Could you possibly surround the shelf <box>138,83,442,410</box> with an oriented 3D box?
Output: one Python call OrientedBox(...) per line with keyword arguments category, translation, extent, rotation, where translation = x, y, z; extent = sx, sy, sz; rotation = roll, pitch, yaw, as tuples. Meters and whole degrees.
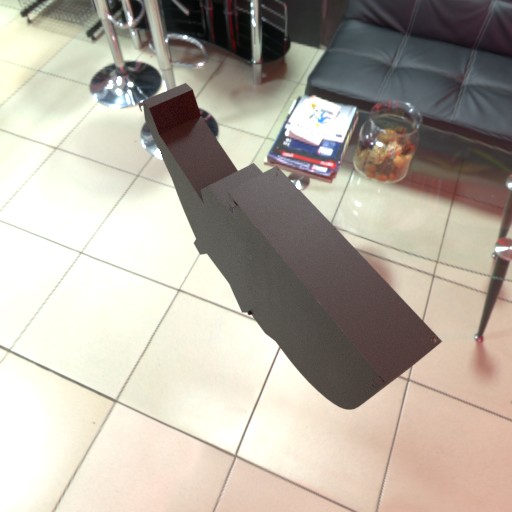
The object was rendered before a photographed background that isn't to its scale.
OrientedBox(category="shelf", translation=(0.000, 0.000, 0.925), extent=(0.112, 0.439, 0.729), rotation=(-30, 63, -17))
